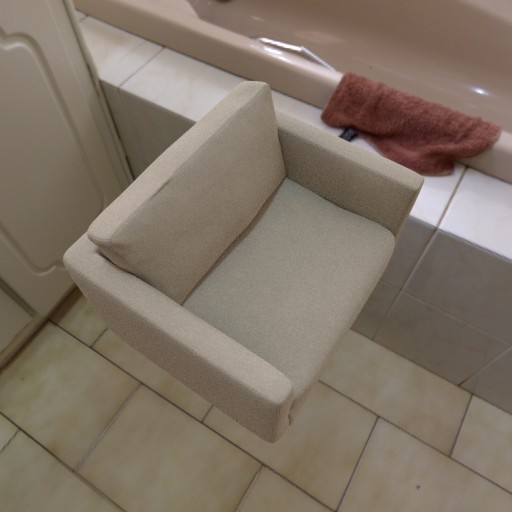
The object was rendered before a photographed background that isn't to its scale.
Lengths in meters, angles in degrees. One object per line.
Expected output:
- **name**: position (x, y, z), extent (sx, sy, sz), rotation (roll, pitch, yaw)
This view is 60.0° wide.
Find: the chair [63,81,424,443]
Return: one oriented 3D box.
- **chair**: position (0.000, 0.000, 1.871), extent (0.959, 0.961, 1.107), rotation (30, 63, 17)
